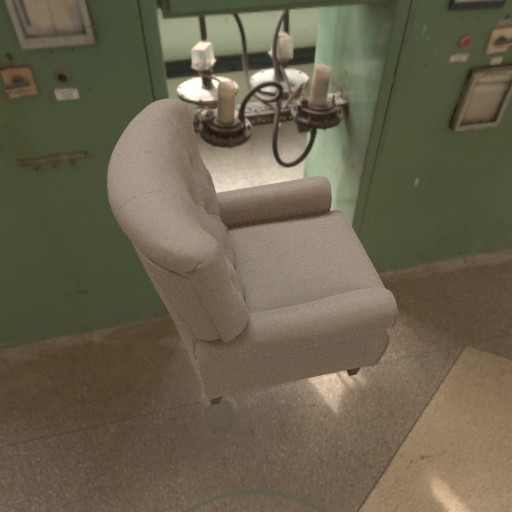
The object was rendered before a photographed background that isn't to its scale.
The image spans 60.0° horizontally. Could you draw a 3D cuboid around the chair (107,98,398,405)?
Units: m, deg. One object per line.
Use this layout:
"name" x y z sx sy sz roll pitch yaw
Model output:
"chair" 0.000 0.000 1.943 1.041 1.138 0.999 -9 47 -9
